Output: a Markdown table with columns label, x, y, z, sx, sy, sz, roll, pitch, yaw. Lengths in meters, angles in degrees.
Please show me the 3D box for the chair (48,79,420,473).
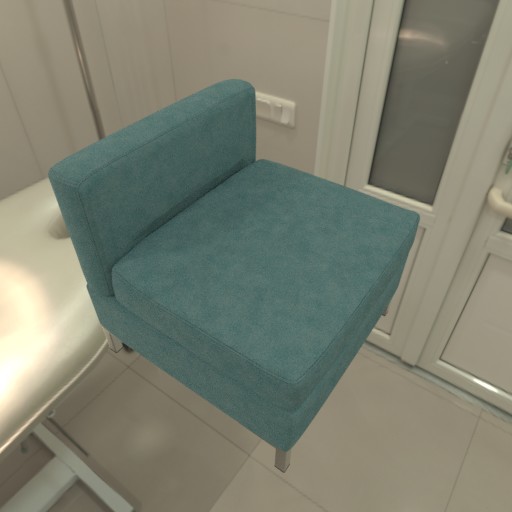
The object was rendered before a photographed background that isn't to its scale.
| label | x | y | z | sx | sy | sz | roll | pitch | yaw |
| --- | --- | --- | --- | --- | --- | --- | --- | --- | --- |
| chair | 0.000 | 0.000 | 1.218 | 0.685 | 0.660 | 0.684 | 26 | 48 | 25 |
